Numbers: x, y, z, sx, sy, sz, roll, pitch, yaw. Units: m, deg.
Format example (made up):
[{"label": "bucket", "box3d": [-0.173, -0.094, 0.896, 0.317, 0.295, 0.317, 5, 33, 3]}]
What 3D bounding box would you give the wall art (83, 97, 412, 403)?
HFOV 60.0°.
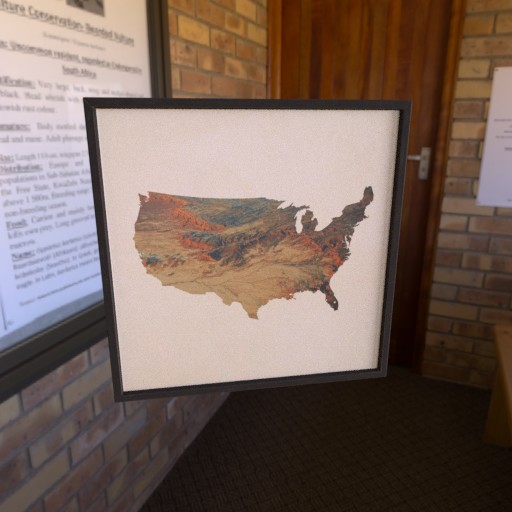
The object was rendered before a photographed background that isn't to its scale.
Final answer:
[{"label": "wall art", "box3d": [0.000, 0.000, 0.454, 0.304, 0.303, 0.015, -3, 17, -9]}]
